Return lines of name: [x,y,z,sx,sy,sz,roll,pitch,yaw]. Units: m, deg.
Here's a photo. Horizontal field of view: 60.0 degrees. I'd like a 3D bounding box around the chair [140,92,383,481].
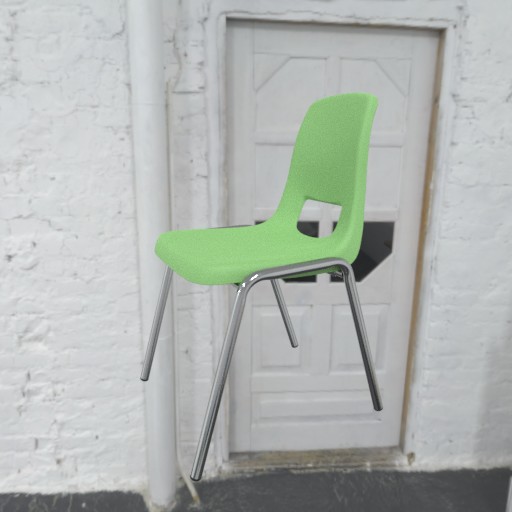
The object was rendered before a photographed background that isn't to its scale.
chair: [0.000,0.000,0.920,0.436,0.653,0.381,-7,16,-26]
